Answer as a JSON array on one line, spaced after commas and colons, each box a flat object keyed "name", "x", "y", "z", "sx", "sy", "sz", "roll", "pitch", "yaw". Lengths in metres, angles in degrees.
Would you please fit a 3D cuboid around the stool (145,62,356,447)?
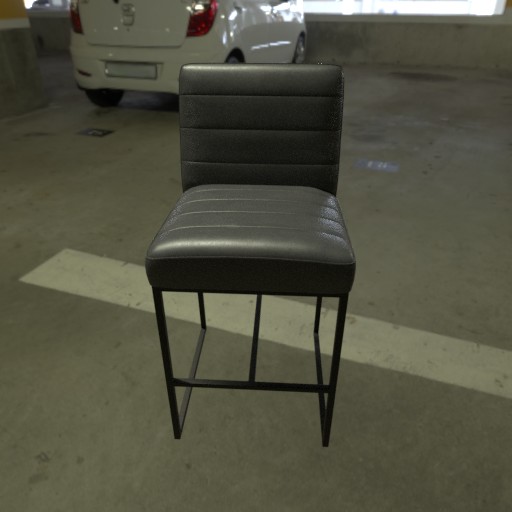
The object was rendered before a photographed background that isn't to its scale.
[{"name": "stool", "x": 0.000, "y": 0.000, "z": 1.233, "sx": 0.457, "sy": 0.938, "sz": 0.552, "roll": 2, "pitch": 31, "yaw": 3}]
